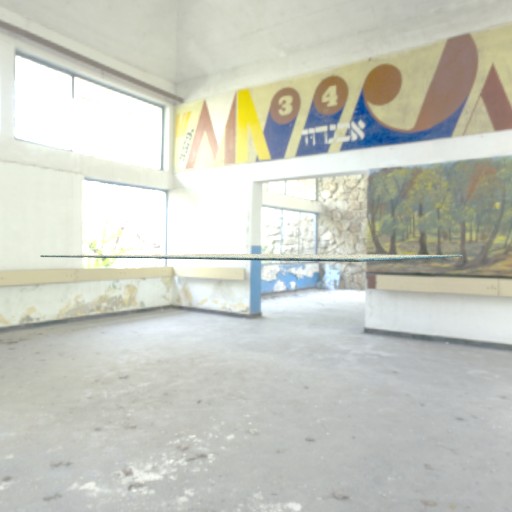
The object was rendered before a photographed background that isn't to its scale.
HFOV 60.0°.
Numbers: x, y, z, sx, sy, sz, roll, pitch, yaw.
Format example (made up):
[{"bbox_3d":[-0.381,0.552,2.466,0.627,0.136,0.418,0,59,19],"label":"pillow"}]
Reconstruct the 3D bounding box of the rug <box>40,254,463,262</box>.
[{"bbox_3d":[0.000,0.000,4.089,3.050,0.016,2.441,0,1,36],"label":"rug"}]
